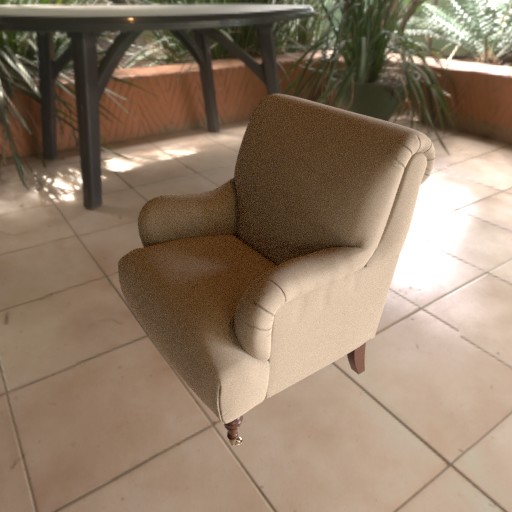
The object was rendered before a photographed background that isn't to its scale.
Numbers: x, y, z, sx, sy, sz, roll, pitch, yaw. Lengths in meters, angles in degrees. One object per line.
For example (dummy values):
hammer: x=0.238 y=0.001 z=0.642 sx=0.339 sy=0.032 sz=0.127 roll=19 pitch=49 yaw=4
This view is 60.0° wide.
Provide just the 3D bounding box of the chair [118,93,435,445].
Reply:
chair: x=0.000 y=0.000 z=1.578 sx=0.842 sy=0.942 sz=0.766 roll=-20 pitch=37 yaw=-30
